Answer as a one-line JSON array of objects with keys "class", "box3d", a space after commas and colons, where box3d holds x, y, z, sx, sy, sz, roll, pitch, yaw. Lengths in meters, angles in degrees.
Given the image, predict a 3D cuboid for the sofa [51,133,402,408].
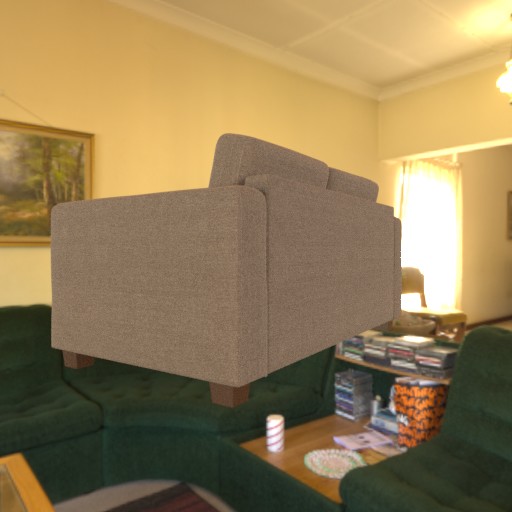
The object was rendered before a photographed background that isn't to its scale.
[{"class": "sofa", "box3d": [0.000, 0.000, 2.008, 0.900, 0.800, 1.520, 1, 1, 34]}]
